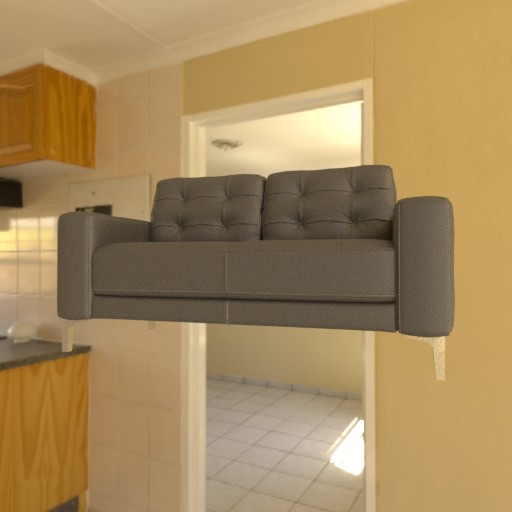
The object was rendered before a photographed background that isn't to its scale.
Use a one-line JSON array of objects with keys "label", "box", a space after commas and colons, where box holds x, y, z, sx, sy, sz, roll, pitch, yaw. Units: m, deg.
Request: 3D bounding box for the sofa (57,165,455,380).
[{"label": "sofa", "box": [0.000, 0.000, 2.179, 1.726, 0.892, 0.833, 0, -1, 18]}]
